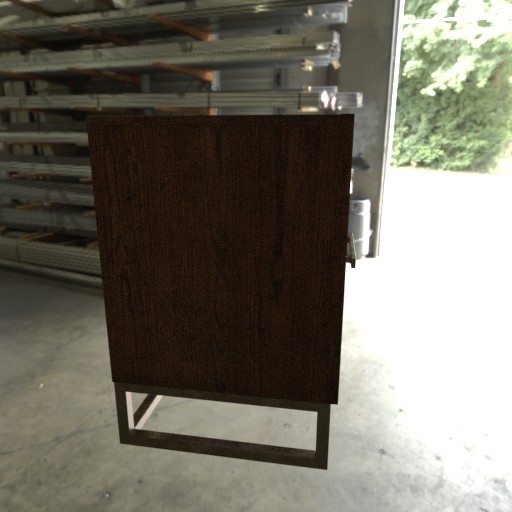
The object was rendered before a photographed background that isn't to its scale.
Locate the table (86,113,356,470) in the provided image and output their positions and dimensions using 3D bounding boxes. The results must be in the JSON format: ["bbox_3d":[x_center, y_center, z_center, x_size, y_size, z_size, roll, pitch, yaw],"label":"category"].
[{"bbox_3d":[0.000,0.000,1.267,0.542,0.746,0.767,3,16,10],"label":"table"}]
